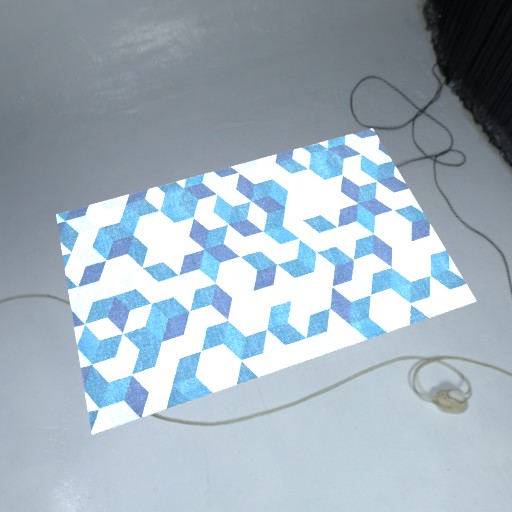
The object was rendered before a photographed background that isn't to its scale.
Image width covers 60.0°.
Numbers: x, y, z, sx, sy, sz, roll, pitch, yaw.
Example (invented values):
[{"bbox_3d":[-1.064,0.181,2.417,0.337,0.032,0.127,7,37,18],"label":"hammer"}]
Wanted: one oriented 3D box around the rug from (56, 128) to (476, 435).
[{"bbox_3d":[0.000,0.000,2.957,2.438,0.015,1.518,-17,64,-8],"label":"rug"}]
